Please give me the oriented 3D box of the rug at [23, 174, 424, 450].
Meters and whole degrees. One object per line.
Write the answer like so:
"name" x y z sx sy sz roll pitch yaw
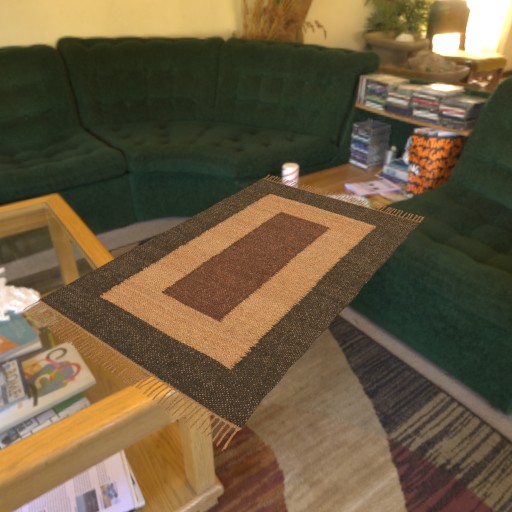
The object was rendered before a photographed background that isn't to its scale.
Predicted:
"rug" 0.000 0.000 1.838 0.920 0.013 1.541 21 38 30
